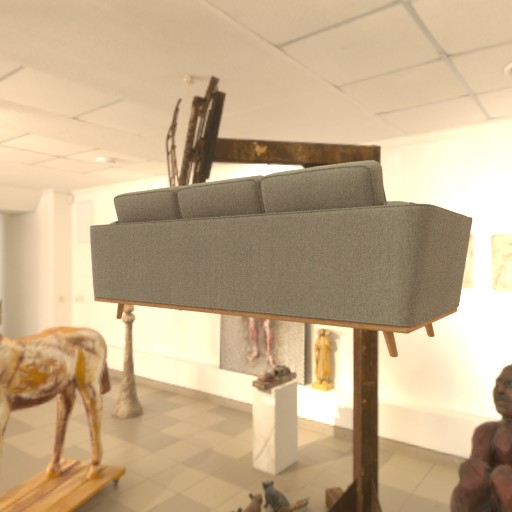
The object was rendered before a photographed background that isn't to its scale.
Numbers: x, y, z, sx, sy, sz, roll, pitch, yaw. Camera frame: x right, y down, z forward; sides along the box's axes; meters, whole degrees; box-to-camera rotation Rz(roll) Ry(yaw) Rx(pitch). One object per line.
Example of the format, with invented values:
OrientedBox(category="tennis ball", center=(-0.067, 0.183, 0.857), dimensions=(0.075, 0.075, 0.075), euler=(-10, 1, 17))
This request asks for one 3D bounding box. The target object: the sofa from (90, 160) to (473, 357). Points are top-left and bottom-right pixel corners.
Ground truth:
OrientedBox(category="sofa", center=(0.000, 0.000, 2.815), dimensions=(2.362, 0.899, 0.903), euler=(0, 0, 36))
